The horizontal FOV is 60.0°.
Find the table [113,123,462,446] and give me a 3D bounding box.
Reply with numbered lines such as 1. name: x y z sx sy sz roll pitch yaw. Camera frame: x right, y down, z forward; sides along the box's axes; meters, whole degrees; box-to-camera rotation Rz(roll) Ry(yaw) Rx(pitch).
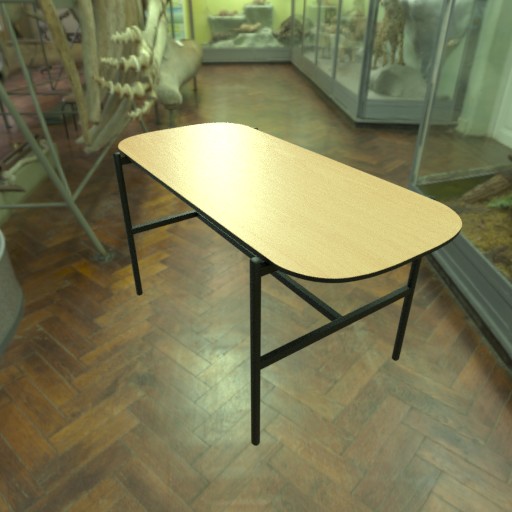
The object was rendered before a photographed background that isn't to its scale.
1. table: 0.000 0.000 1.007 0.400 0.400 0.800 -19 36 -29
